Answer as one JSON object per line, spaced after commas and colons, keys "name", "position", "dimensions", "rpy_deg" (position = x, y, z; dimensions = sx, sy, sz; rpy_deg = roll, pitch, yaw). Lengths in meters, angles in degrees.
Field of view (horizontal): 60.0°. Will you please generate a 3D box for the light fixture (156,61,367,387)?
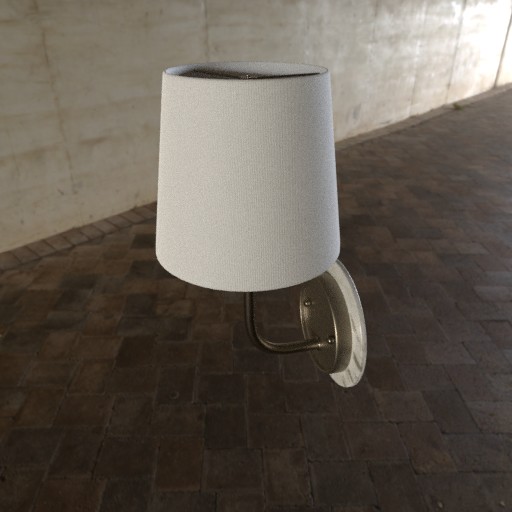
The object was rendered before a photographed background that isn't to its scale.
{"name": "light fixture", "position": [0.000, 0.000, 0.431], "dimensions": [0.188, 0.337, 0.168], "rpy_deg": [-7, 30, -13]}
